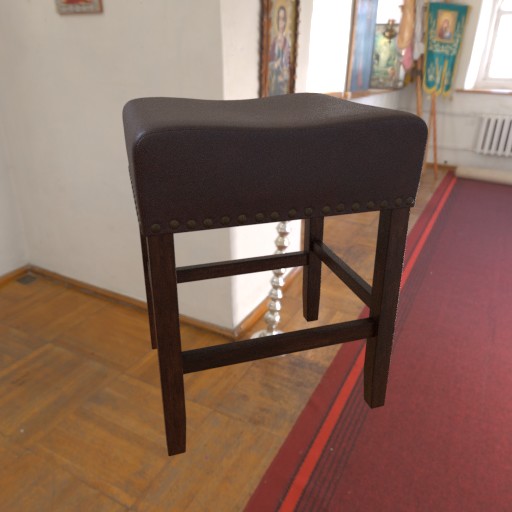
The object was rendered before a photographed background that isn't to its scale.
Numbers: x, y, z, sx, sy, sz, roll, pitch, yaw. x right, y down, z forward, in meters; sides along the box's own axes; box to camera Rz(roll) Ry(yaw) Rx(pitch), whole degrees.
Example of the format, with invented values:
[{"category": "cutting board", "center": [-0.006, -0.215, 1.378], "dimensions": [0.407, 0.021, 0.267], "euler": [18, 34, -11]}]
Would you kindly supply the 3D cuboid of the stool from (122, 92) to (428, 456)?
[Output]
[{"category": "stool", "center": [0.000, 0.000, 0.929], "dimensions": [0.465, 0.608, 0.397], "euler": [-7, 26, -15]}]
